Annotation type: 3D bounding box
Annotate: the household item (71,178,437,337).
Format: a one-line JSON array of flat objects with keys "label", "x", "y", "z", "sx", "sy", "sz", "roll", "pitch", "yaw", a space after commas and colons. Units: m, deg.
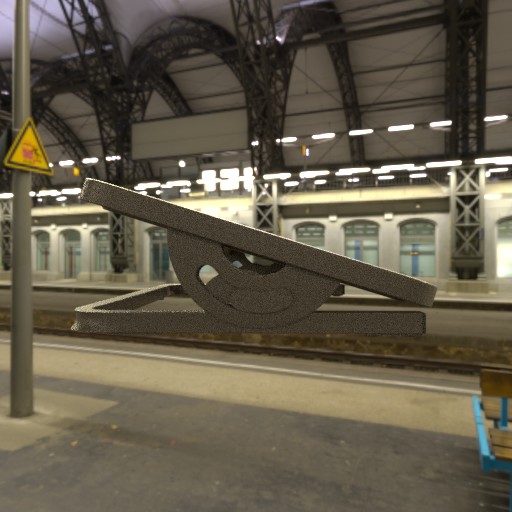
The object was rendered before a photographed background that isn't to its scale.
[{"label": "household item", "x": 0.000, "y": 0.000, "z": 0.529, "sx": 0.301, "sy": 0.126, "sz": 0.390, "roll": 0, "pitch": 0, "yaw": 1}]
